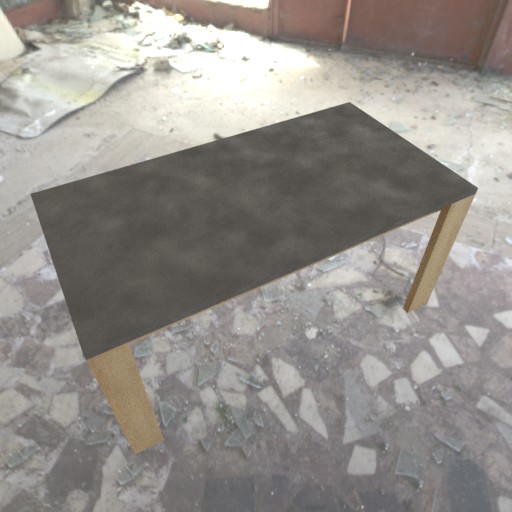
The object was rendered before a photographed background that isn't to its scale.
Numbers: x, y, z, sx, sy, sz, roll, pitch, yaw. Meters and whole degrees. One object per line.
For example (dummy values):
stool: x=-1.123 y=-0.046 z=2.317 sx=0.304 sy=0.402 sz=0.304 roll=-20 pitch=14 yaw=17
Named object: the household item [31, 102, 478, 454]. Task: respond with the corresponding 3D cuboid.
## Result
household item: x=0.000 y=0.000 z=2.062 sx=1.600 sy=0.755 sz=0.850 roll=-22 pitch=50 yaw=-20
